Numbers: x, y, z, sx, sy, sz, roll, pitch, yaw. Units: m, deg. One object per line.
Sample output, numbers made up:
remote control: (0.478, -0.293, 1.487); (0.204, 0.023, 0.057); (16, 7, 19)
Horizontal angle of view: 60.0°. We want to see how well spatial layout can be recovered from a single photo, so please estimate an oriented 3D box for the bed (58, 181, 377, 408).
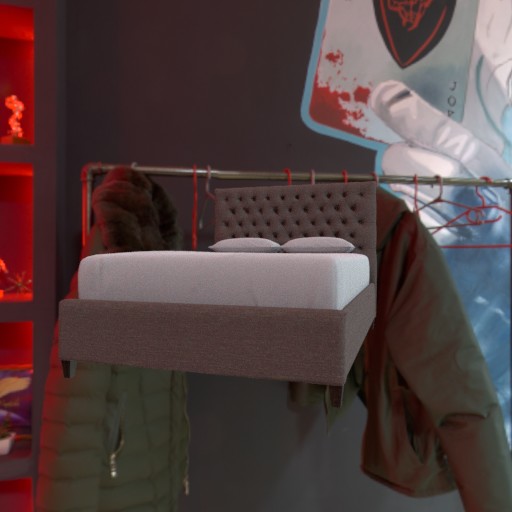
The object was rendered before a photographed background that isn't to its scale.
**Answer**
bed: (0.000, 0.000, 3.461); (1.698, 1.427, 2.387); (0, 0, 18)
